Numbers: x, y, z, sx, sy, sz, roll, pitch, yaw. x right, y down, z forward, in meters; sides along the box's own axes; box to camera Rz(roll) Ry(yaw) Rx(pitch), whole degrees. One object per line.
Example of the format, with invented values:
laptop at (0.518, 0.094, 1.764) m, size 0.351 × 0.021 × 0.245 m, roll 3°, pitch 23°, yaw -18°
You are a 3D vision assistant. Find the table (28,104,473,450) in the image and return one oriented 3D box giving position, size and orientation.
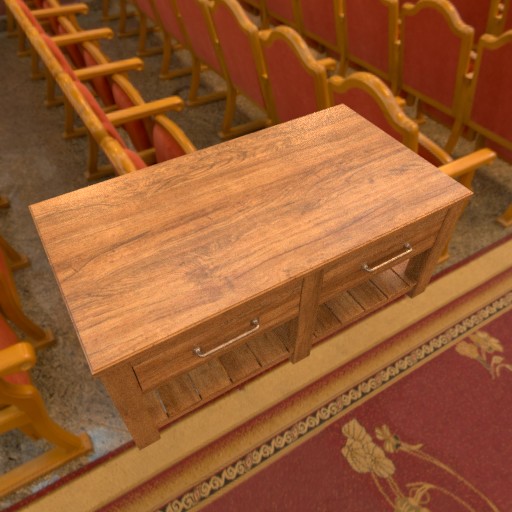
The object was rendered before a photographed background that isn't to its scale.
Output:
table at (0.000, 0.000, 1.466) m, size 1.150 × 0.480 × 0.635 m, roll -24°, pitch 52°, yaw -20°
